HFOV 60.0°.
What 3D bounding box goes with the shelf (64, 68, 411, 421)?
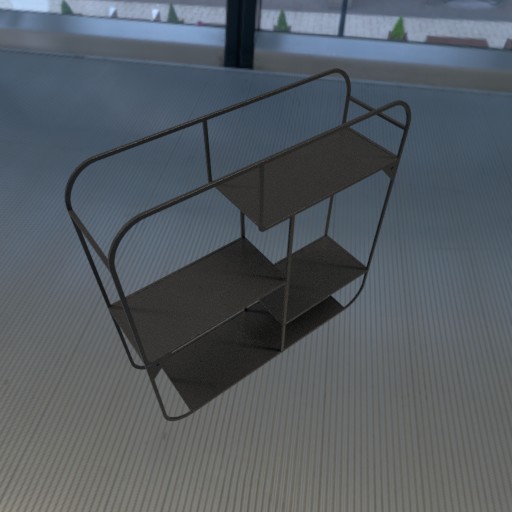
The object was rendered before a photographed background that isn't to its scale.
[{"bbox_3d":[0.000,0.000,0.922,0.600,0.600,0.160,-29,53,-24],"label":"shelf"}]
